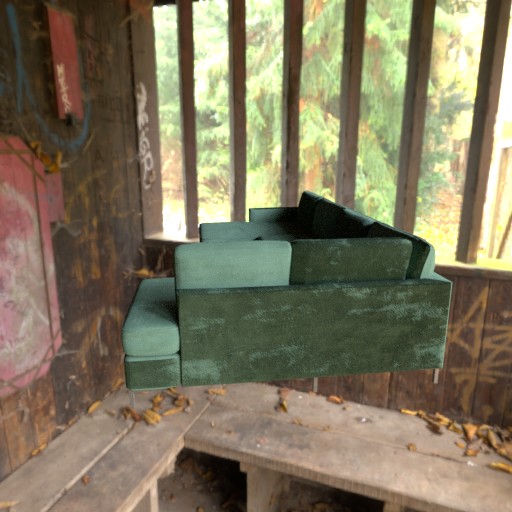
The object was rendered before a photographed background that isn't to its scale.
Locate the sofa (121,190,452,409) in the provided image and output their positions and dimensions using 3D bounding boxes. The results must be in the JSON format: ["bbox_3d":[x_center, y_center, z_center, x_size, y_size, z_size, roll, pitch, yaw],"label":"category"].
[{"bbox_3d":[0.000,0.000,4.333,2.055,0.992,3.434,-2,15,-7],"label":"sofa"}]
